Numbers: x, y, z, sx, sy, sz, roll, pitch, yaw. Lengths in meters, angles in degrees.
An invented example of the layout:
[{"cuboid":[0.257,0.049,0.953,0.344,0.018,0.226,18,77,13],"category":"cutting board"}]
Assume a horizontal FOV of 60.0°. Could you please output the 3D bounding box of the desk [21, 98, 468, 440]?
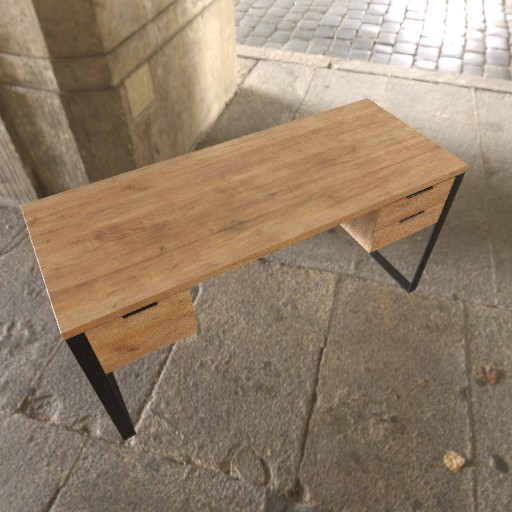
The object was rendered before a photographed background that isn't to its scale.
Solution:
[{"cuboid":[0.000,0.000,1.879,1.520,0.760,0.600,-23,51,-20],"category":"desk"}]
